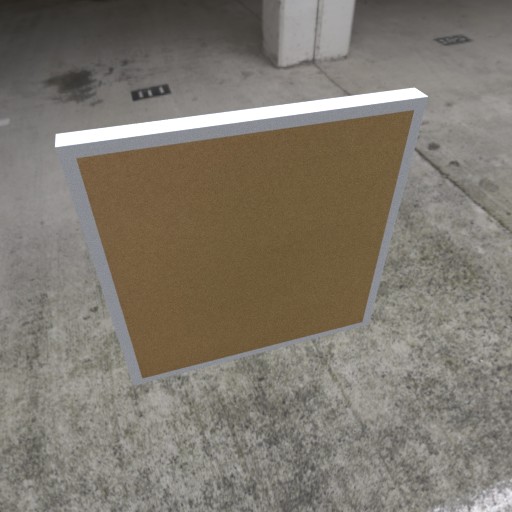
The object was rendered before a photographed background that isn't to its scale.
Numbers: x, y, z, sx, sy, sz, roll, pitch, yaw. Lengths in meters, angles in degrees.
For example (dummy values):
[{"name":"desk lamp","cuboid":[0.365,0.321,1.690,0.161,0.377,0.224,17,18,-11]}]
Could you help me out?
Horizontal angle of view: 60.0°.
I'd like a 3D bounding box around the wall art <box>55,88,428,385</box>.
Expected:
[{"name":"wall art","cuboid":[0.000,0.000,0.761,0.508,0.507,0.035,-12,43,-13]}]
